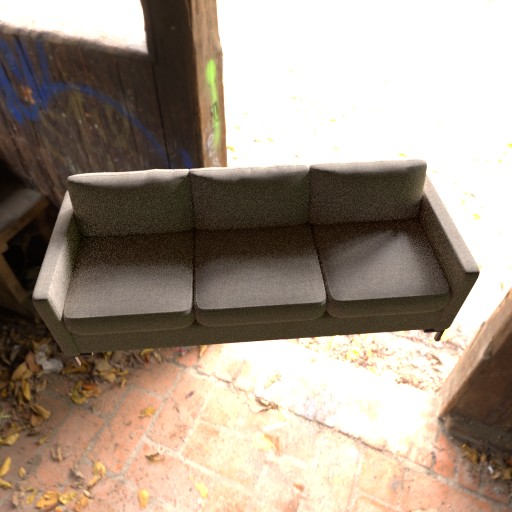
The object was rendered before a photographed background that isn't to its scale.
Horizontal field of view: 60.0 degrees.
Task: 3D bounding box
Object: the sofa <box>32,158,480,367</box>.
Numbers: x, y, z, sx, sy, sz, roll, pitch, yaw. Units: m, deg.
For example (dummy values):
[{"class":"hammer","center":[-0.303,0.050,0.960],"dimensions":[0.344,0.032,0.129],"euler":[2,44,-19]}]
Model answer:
[{"class":"sofa","center":[0.000,0.000,2.592],"dimensions":[2.218,0.874,0.859],"euler":[-3,48,-3]}]
